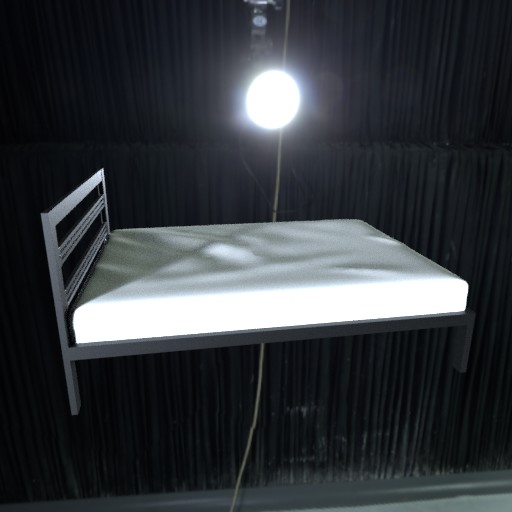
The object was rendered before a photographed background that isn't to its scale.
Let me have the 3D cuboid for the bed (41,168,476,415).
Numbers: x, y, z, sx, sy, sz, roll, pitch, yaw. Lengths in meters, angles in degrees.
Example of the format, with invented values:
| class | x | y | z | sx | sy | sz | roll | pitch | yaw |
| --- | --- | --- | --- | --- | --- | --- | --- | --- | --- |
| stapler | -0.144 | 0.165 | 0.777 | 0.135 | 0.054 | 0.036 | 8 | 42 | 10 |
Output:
| class | x | y | z | sx | sy | sz | roll | pitch | yaw |
| --- | --- | --- | --- | --- | --- | --- | --- | --- | --- |
| bed | 0.000 | 0.000 | 2.818 | 2.062 | 0.967 | 1.524 | -3 | 18 | -10 |
